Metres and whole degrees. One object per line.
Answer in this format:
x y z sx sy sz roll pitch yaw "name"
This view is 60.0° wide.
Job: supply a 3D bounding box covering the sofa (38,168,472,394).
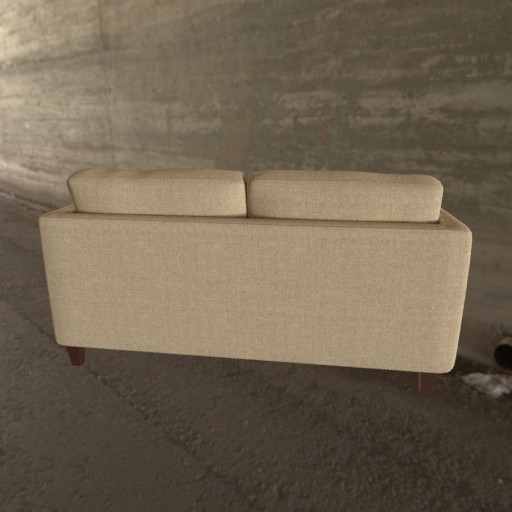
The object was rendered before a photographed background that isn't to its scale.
0.000 0.000 2.372 1.884 0.963 0.950 2 17 8 "sofa"
